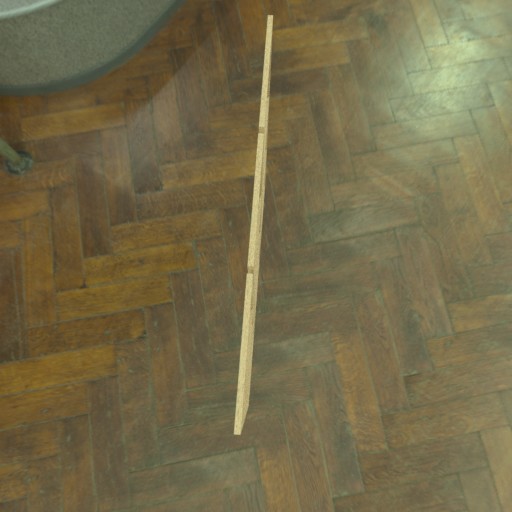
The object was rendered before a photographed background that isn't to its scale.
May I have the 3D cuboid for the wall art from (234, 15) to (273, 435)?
[{"bbox_3d":[0.000,0.000,1.792,0.016,1.207,1.217,4,74,1],"label":"wall art"}]
